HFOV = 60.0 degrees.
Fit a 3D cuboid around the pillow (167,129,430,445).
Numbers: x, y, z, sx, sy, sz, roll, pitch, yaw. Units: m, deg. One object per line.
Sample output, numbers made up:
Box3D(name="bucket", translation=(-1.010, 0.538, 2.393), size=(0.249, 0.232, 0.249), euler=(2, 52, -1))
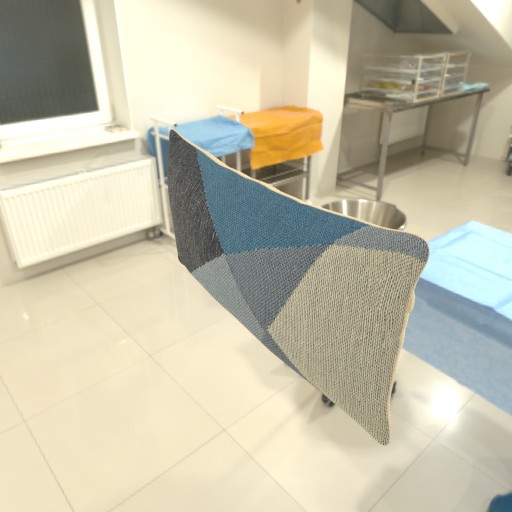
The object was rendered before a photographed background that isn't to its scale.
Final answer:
Box3D(name="pillow", translation=(0.000, 0.000, 0.726), size=(0.148, 0.307, 0.604), euler=(-19, 34, -30))
